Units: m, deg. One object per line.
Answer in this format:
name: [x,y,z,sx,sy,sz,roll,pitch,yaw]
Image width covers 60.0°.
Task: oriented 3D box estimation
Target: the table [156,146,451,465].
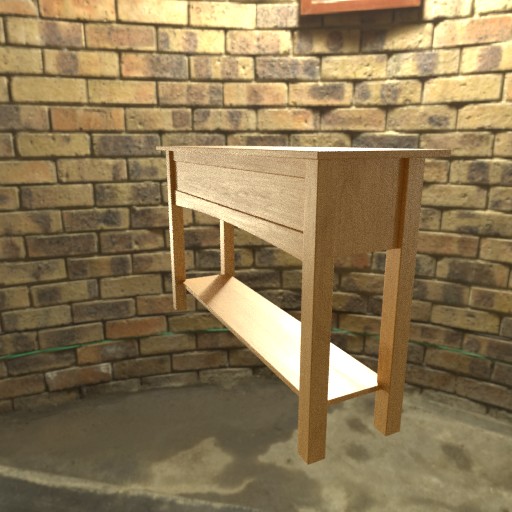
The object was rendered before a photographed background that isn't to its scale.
table: [0.000,0.000,1.529,0.350,0.730,1.240,-7,16,-25]
